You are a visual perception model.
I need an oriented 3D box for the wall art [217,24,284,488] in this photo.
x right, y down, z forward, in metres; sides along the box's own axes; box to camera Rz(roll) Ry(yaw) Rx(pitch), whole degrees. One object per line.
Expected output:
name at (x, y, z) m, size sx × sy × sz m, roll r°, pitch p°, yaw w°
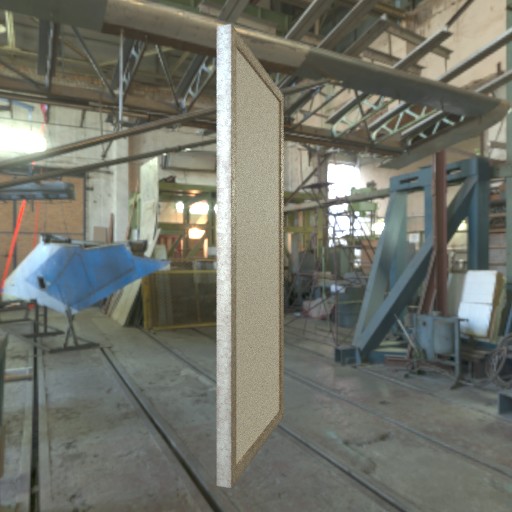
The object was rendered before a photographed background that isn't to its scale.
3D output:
wall art at (0.000, 0.000, 1.708) m, size 0.051 × 1.461 × 0.648 m, roll 0°, pitch 0°, yaw 18°
